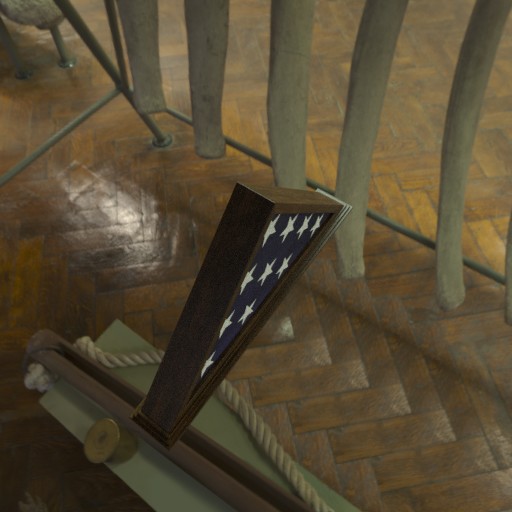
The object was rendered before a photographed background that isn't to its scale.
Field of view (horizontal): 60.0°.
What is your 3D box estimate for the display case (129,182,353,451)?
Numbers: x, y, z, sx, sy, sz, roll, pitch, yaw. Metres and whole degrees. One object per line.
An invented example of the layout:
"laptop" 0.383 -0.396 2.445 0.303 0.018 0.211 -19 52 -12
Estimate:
"display case" 0.000 0.000 0.762 0.095 0.340 0.640 31 64 18
